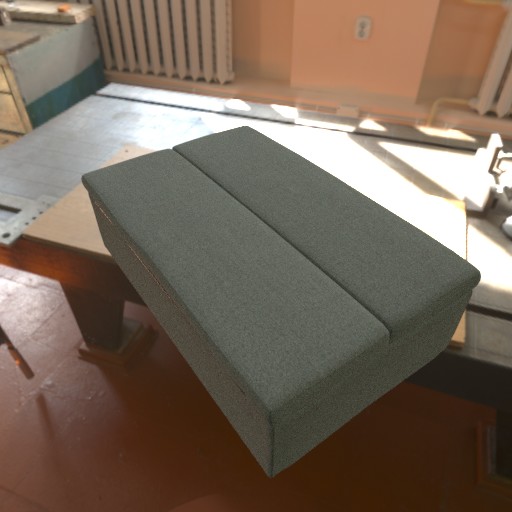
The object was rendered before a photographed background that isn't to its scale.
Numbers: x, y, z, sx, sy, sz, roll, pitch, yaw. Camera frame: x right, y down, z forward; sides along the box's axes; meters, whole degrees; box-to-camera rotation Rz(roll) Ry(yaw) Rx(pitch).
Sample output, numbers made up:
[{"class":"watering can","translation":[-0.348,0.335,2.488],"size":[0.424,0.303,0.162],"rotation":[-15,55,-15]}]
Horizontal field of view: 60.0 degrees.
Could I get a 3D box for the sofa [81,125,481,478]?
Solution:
[{"class":"sofa","translation":[0.000,0.000,1.627],"size":[0.817,0.434,1.250],"rotation":[-25,46,-26]}]
